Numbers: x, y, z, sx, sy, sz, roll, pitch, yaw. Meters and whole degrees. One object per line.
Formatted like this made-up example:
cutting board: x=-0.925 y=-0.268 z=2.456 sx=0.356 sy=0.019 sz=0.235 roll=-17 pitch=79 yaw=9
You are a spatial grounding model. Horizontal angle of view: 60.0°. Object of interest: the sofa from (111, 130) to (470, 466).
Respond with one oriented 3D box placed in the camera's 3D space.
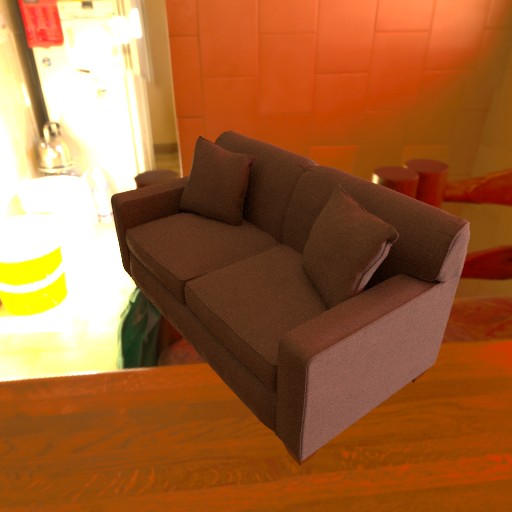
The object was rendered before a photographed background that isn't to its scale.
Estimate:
sofa: x=0.000 y=0.000 z=2.477 sx=1.000 sy=0.958 sz=1.846 roll=-21 pitch=37 yaw=-31
